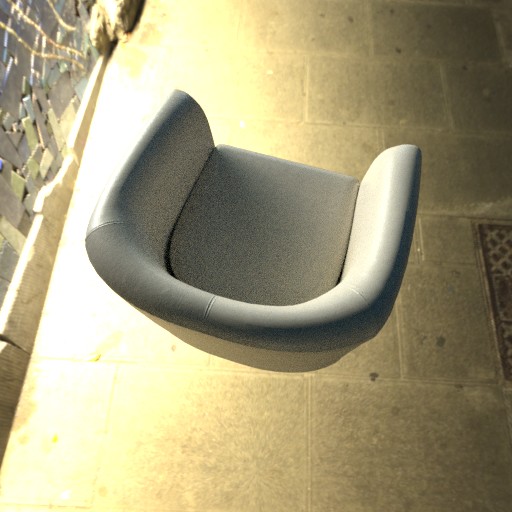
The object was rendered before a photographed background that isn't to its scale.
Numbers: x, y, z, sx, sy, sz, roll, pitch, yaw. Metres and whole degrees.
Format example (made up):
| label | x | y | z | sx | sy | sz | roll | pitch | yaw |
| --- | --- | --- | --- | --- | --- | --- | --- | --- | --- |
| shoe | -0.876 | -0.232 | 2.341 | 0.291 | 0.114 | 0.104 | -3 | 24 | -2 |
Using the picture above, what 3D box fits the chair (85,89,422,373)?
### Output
| label | x | y | z | sx | sy | sz | roll | pitch | yaw |
| --- | --- | --- | --- | --- | --- | --- | --- | --- | --- |
| chair | 0.000 | 0.000 | 1.376 | 0.792 | 0.756 | 0.727 | 16 | 65 | 8 |
